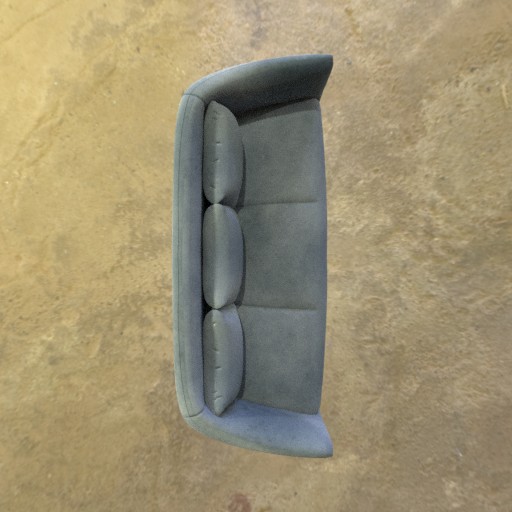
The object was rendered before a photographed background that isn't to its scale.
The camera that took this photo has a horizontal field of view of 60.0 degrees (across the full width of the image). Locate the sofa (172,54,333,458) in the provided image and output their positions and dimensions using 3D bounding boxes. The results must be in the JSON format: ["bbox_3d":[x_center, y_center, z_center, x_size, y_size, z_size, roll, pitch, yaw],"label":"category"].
[{"bbox_3d":[0.000,0.000,2.567,0.849,0.795,2.095,0,90,0],"label":"sofa"}]
